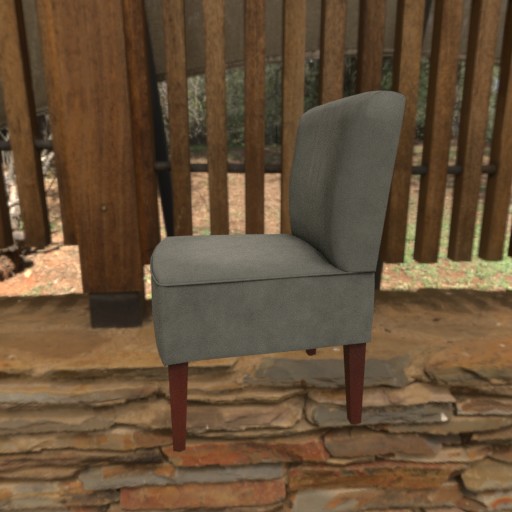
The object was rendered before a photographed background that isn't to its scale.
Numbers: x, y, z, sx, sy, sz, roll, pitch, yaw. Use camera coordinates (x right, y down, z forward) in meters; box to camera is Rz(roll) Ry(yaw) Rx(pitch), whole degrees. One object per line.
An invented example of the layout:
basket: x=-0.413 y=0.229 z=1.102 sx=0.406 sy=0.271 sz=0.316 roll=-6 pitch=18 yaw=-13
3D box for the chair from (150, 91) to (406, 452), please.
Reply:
chair: x=0.000 y=0.000 z=1.188 sx=0.554 sy=0.806 sz=0.521 roll=-2 pitch=14 yaw=-9
